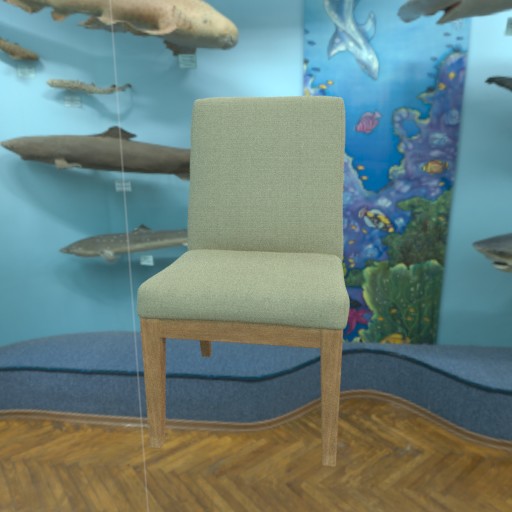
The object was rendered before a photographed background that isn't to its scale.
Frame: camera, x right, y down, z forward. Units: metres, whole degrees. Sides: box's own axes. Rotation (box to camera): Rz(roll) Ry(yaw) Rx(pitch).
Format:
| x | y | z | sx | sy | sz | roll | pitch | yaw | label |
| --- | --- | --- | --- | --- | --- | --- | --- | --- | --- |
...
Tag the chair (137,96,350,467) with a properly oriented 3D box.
| x | y | z | sx | sy | sz | roll | pitch | yaw | label |
| --- | --- | --- | --- | --- | --- | --- | --- | --- | --- |
| 0.000 | 0.000 | 1.270 | 0.507 | 0.911 | 0.586 | 2 | 15 | 8 | chair |
